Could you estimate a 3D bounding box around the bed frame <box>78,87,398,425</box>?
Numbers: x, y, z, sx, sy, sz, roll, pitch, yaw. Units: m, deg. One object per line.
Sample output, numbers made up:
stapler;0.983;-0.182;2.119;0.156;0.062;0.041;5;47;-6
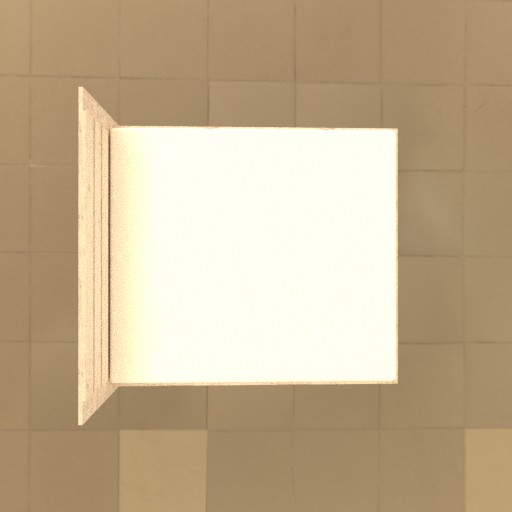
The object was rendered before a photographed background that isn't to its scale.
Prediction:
bed frame;0.000;0.000;3.058;2.080;0.970;1.950;0;90;-2
